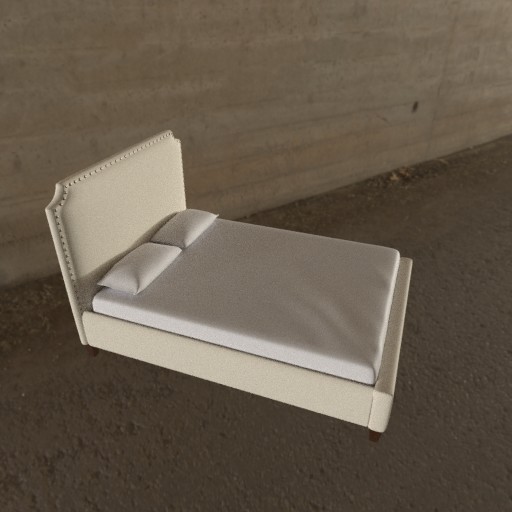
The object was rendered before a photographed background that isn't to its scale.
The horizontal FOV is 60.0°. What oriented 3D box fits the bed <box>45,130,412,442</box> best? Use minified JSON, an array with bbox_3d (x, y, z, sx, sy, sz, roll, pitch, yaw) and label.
[{"bbox_3d":[0.000,0.000,3.516,2.372,1.443,1.712,11,32,18],"label":"bed"}]
